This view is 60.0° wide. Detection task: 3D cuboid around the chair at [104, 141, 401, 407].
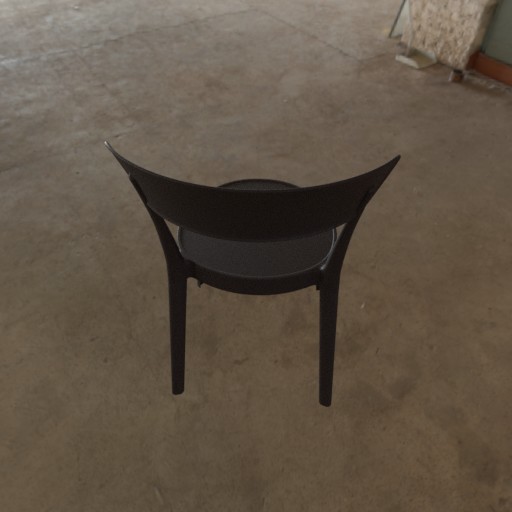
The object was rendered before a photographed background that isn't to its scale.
[{"bbox_3d":[0.000,0.000,1.109,0.506,0.790,0.491,3,46,3],"label":"chair"}]
